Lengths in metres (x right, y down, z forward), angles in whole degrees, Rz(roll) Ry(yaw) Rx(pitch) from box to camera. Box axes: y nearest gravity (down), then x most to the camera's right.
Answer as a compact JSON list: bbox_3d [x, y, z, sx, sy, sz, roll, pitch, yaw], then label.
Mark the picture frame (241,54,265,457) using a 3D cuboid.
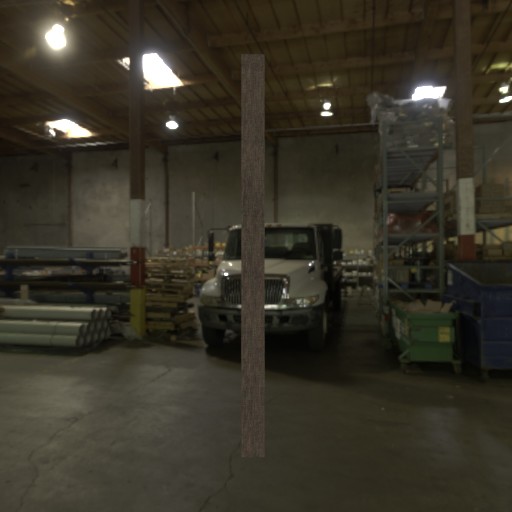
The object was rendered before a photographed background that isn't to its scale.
[{"bbox_3d":[0.000,0.000,0.774,0.026,0.455,0.546,0,0,1],"label":"picture frame"}]
